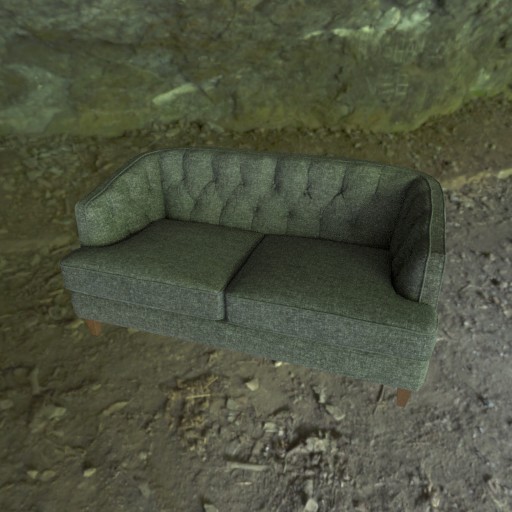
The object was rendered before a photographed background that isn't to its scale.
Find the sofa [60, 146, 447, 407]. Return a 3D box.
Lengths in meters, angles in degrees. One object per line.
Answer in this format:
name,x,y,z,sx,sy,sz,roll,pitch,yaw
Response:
sofa,0.000,0.000,2.268,1.733,0.855,0.941,9,29,16
